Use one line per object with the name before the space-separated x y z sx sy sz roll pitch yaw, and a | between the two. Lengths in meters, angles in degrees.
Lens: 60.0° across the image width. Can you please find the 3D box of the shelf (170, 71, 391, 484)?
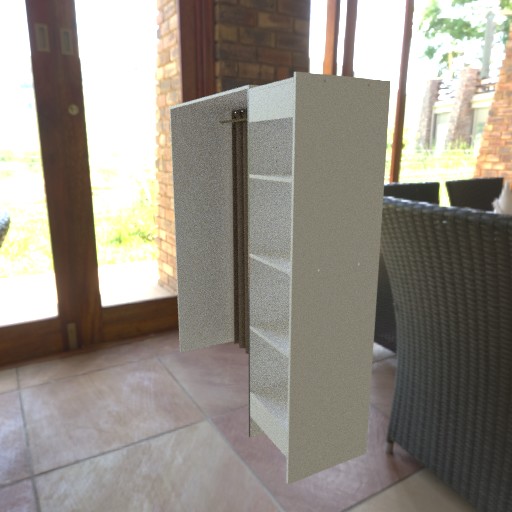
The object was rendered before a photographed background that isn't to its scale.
shelf | 0.000 0.000 2.675 0.500 1.820 1.600 -7 15 -27
